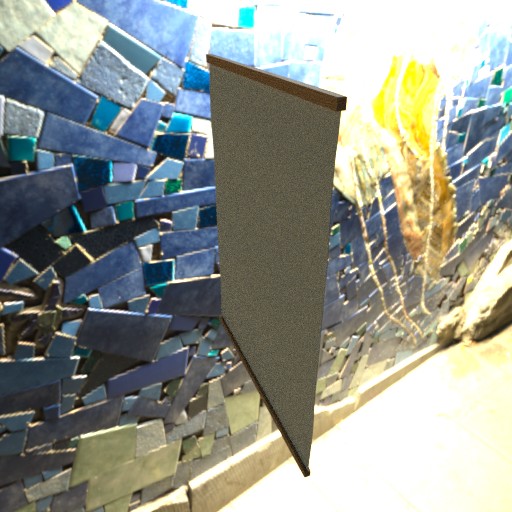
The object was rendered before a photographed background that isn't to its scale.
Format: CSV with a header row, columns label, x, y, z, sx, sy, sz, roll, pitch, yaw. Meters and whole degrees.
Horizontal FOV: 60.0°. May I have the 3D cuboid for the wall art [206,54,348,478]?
label,x,y,z,sx,sy,sz,roll,pitch,yaw
wall art,0.000,0.000,0.774,0.011,0.605,0.458,-11,32,-19
